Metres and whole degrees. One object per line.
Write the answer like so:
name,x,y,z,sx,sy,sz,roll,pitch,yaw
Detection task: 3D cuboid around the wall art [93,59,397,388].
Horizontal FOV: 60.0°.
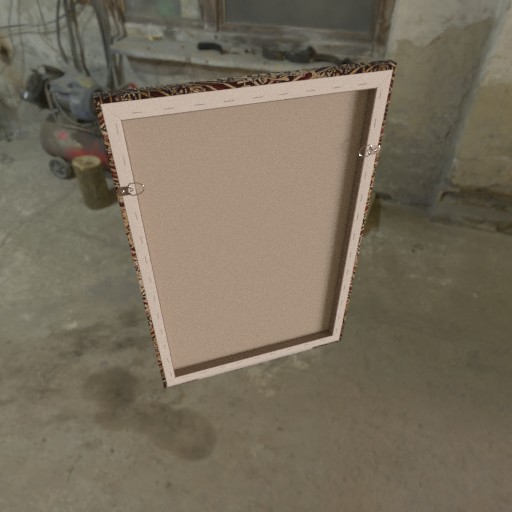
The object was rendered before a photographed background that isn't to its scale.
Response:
wall art,0.000,0.000,1.142,0.599,0.904,0.030,-12,43,-13
